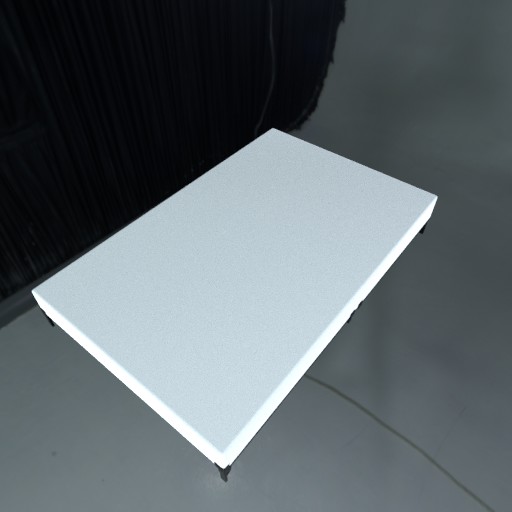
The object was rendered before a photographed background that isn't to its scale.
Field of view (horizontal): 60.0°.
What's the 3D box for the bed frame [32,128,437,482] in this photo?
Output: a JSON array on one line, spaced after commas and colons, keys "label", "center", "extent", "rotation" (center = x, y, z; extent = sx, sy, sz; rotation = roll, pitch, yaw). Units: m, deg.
[{"label": "bed frame", "center": [0.000, 0.000, 3.844], "extent": [1.930, 0.440, 2.987], "rotation": [30, 53, 26]}]
